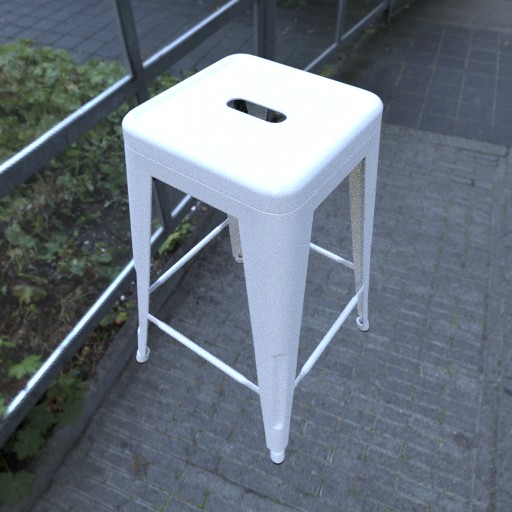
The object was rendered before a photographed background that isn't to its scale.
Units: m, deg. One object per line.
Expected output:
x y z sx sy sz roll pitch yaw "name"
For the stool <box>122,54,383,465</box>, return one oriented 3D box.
0.000 0.000 0.836 0.406 0.610 0.406 28 53 23 "stool"
